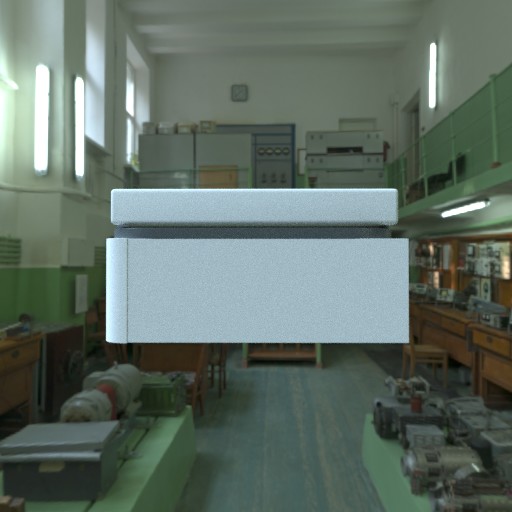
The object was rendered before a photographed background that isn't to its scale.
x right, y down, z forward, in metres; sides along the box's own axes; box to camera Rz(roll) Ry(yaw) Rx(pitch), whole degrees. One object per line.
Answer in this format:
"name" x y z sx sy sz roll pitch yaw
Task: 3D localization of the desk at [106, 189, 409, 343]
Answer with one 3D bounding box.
"desk" 0.000 0.000 2.238 0.900 0.526 1.900 0 -1 0
